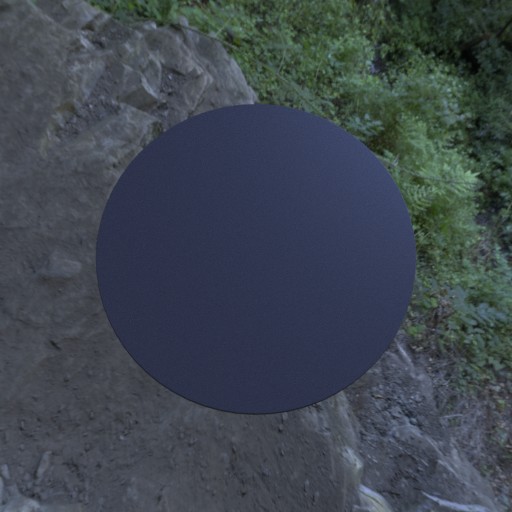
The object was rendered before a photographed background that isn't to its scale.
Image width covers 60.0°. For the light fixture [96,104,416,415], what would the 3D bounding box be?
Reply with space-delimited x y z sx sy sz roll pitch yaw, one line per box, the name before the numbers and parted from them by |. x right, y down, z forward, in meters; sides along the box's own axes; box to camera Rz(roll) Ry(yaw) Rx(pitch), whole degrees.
light fixture | 0.000 0.000 0.556 0.368 0.100 0.368 0 76 0
